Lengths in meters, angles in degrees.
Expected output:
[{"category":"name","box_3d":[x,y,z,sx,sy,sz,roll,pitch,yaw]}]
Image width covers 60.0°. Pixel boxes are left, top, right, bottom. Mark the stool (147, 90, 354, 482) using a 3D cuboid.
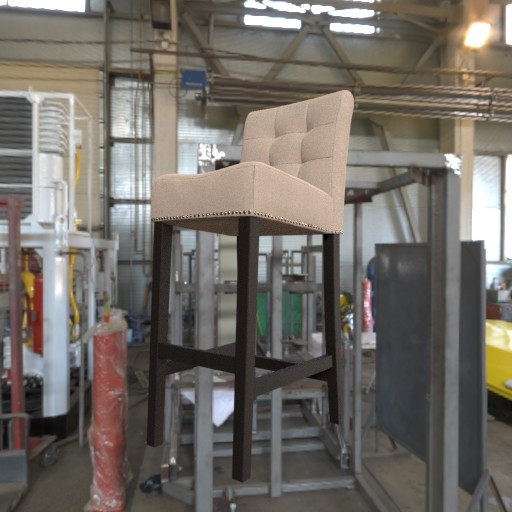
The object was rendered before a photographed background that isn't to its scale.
[{"category":"stool","box_3d":[0.000,0.000,1.337,0.411,1.047,0.548,0,1,37]}]
